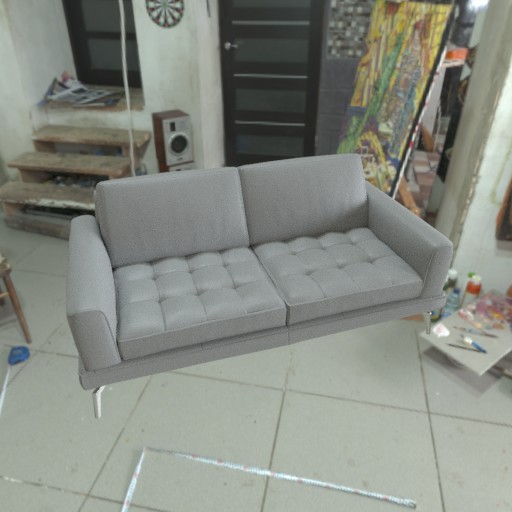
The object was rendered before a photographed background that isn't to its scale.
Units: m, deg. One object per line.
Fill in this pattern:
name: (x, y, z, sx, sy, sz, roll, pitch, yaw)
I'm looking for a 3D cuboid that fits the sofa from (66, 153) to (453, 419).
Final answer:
sofa: (0.000, 0.000, 2.765, 2.177, 0.930, 1.121, -10, 33, -15)
